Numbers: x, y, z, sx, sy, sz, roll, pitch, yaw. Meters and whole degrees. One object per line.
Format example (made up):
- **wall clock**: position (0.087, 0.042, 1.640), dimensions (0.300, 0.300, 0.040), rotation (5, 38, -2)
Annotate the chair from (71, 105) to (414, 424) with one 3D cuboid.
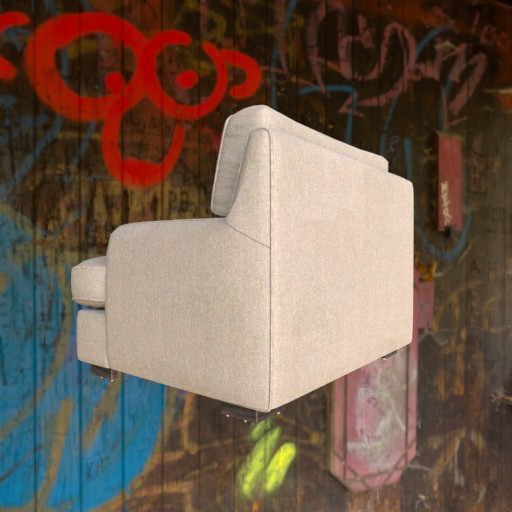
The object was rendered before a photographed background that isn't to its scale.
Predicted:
- **chair**: position (0.000, 0.000, 1.996), dimensions (1.043, 0.974, 1.270), rotation (0, 1, 38)
